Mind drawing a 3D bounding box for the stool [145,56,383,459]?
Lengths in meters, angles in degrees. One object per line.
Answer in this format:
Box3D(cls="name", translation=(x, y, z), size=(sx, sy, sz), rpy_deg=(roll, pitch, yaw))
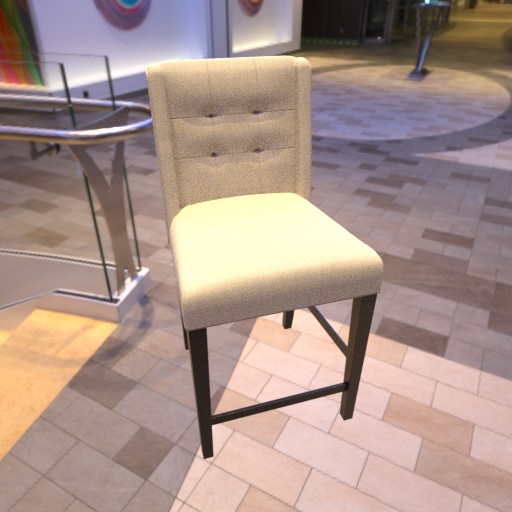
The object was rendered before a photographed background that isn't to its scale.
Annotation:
Box3D(cls="stool", translation=(0.000, 0.000, 1.212), size=(0.474, 0.939, 0.509), rpy_deg=(-9, 33, -15))
